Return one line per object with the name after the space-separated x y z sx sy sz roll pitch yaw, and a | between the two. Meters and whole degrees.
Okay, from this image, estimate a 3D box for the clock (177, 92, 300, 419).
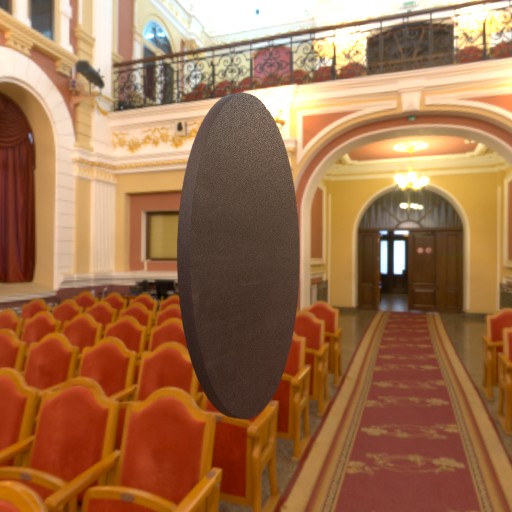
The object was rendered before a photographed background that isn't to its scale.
0.000 0.000 0.860 0.029 0.595 0.595 0 0 19 | clock
